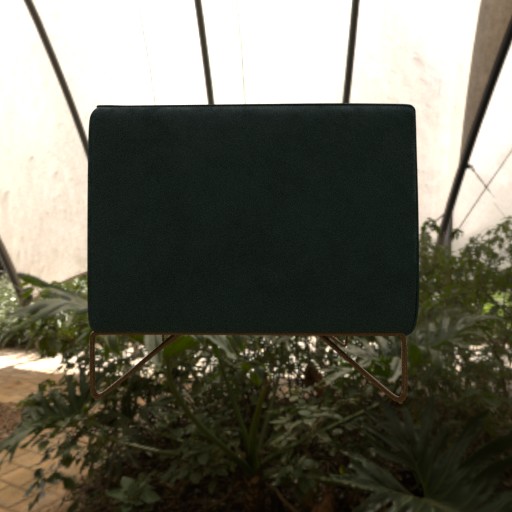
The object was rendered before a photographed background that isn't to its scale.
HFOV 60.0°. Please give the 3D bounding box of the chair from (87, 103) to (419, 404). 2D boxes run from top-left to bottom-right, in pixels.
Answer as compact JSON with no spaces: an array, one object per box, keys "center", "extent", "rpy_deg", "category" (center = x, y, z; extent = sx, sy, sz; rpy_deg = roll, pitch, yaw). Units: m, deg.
[{"center":[0.000,0.000,1.582],"extent":[0.894,0.790,0.880],"rpy_deg":[0,-2,1],"category":"chair"}]
